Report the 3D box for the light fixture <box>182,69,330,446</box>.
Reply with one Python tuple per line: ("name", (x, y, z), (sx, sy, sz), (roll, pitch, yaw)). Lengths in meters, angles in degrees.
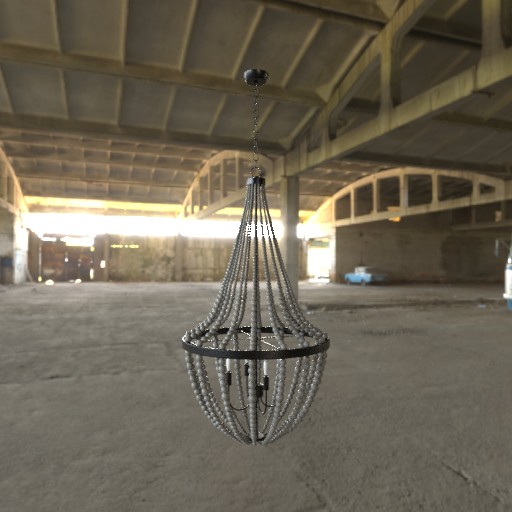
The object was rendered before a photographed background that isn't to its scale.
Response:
("light fixture", (0.000, 0.000, 1.374), (0.450, 1.133, 0.450), (0, -1, 0))
